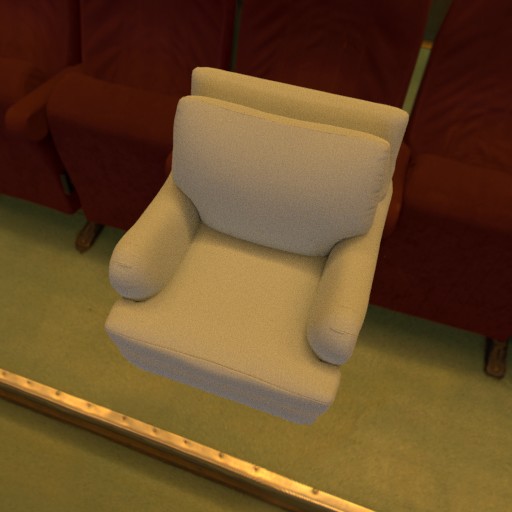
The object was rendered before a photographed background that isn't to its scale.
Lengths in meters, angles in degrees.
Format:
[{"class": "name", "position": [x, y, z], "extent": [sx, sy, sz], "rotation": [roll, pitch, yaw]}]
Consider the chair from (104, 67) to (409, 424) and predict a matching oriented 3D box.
[{"class": "chair", "position": [0.000, 0.000, 1.878], "extent": [0.955, 1.038, 1.070], "rotation": [16, 59, 10]}]
